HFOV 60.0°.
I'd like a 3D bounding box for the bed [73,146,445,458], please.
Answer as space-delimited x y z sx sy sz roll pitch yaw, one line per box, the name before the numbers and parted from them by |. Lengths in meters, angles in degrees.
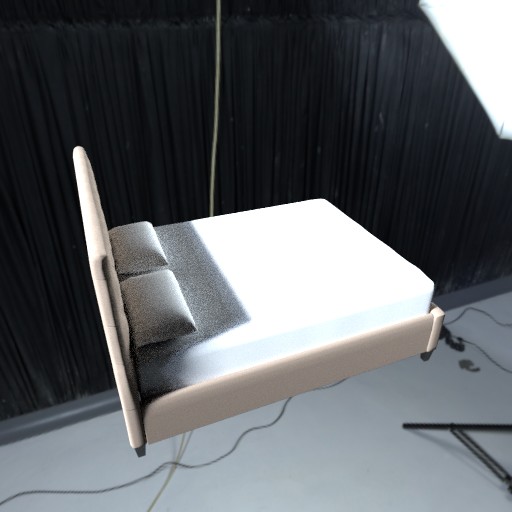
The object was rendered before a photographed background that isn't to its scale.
bed | 0.000 0.000 3.288 2.233 1.426 1.696 -12 33 -19
